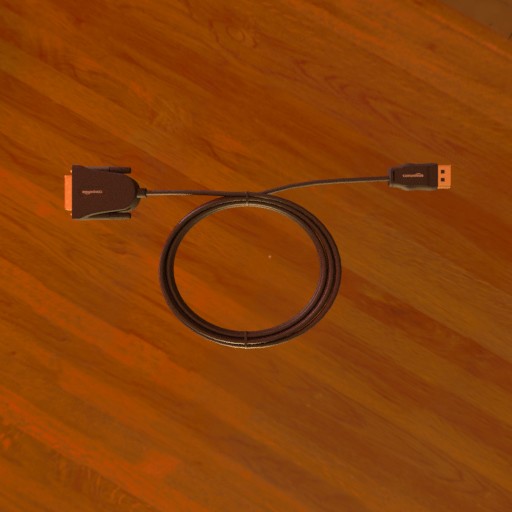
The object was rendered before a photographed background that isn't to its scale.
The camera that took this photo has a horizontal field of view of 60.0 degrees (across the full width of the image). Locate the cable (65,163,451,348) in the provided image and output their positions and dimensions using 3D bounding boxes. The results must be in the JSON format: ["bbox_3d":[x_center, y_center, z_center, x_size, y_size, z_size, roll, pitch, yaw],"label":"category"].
[{"bbox_3d":[0.000,0.000,0.326,0.281,0.015,0.136,0,90,2],"label":"cable"}]
